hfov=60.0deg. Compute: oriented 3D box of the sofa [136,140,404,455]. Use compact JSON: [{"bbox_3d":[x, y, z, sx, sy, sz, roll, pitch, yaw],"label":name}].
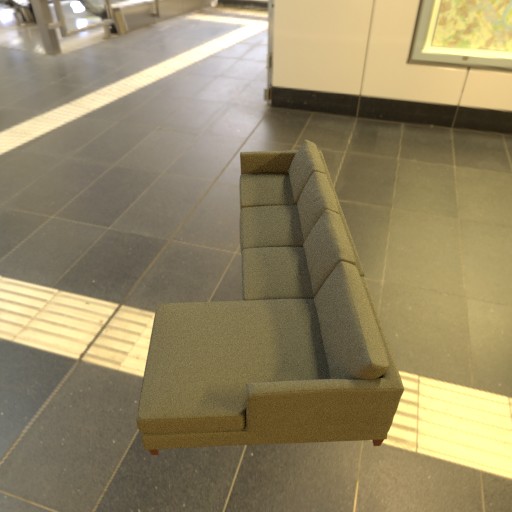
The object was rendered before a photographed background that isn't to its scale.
[{"bbox_3d":[0.000,0.000,3.939,1.625,0.861,3.186,-2,39,-2],"label":"sofa"}]
